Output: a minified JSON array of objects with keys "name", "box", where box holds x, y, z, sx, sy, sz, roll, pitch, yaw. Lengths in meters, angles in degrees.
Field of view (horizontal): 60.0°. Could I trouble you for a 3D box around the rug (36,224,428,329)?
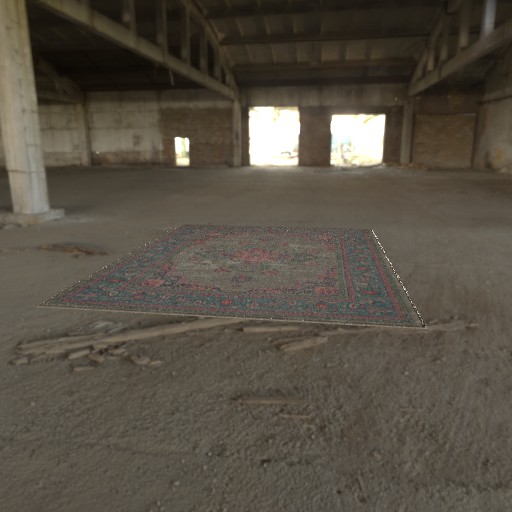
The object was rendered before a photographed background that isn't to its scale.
[{"name":"rug","box":[0.000,0.000,4.149,2.434,0.013,3.057,2,14,8]}]
